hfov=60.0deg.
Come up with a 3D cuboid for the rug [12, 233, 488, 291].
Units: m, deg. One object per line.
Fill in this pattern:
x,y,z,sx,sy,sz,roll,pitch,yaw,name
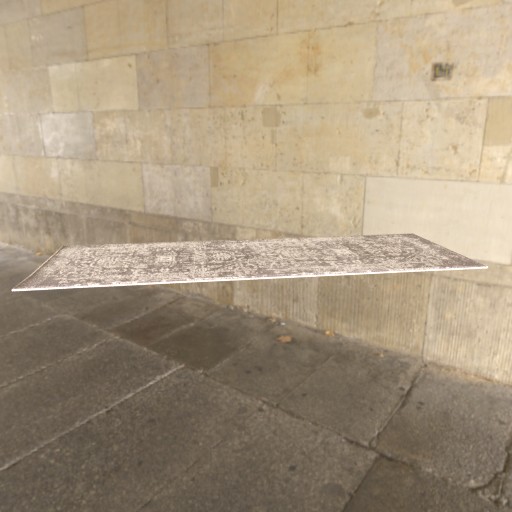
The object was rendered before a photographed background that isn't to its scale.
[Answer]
0.000,0.000,2.658,2.452,0.017,0.855,-2,16,-8,rug
